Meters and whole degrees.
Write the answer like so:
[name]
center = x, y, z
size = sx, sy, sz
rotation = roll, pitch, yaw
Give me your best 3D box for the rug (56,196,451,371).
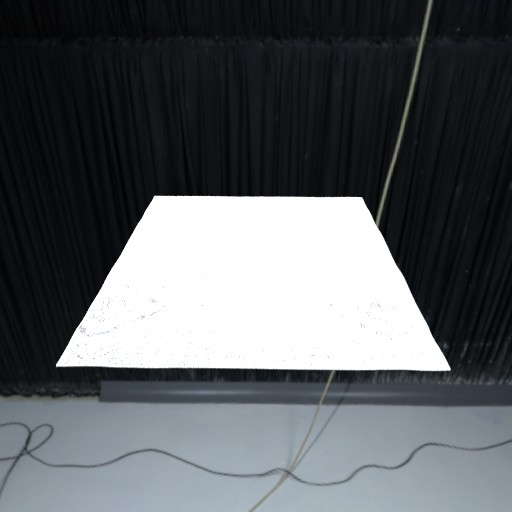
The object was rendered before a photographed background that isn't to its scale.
[rug]
center = 0.000, 0.000, 0.891
size = 0.548, 0.006, 0.639
rotation = 0, 29, 1
